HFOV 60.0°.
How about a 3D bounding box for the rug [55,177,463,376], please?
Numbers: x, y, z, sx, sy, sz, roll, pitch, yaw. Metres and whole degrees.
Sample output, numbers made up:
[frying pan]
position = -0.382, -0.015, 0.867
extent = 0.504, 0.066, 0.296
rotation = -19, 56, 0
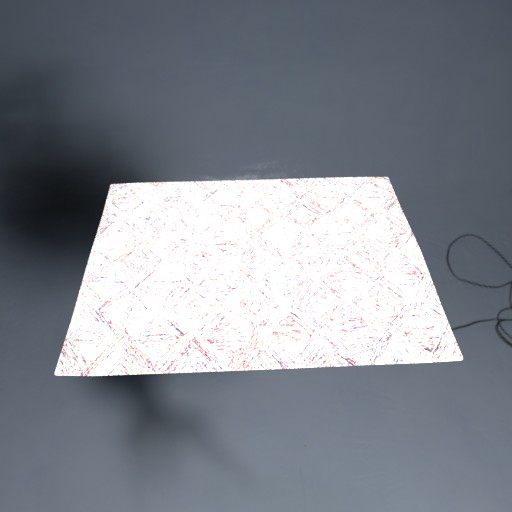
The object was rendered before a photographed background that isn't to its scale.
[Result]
[rug]
position = 0.000, 0.000, 4.294
extent = 3.226, 0.024, 2.436
rotation = -2, 46, -2
